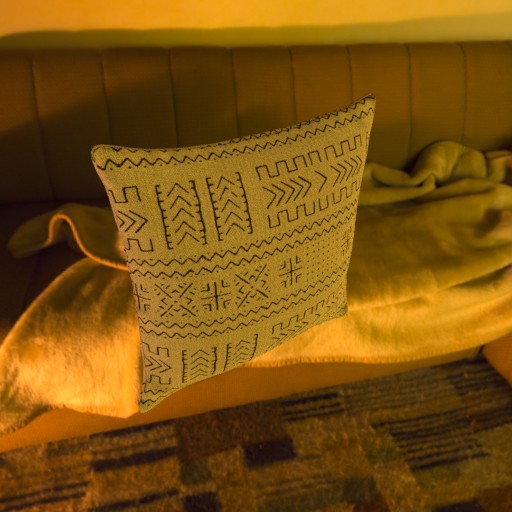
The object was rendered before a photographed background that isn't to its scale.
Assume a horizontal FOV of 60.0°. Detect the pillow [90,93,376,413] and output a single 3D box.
[{"bbox_3d":[0.000,0.000,0.683,0.438,0.430,0.164,-20,37,-28],"label":"pillow"}]
